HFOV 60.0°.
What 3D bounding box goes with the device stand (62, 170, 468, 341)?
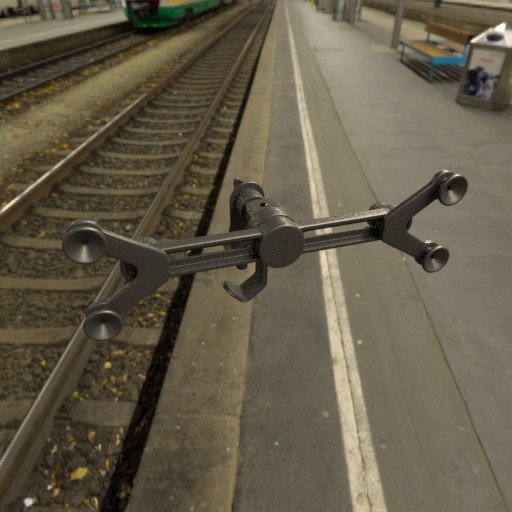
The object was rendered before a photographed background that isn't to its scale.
[{"bbox_3d":[0.000,0.000,0.373,0.270,0.166,0.142,-10,33,-16],"label":"device stand"}]
